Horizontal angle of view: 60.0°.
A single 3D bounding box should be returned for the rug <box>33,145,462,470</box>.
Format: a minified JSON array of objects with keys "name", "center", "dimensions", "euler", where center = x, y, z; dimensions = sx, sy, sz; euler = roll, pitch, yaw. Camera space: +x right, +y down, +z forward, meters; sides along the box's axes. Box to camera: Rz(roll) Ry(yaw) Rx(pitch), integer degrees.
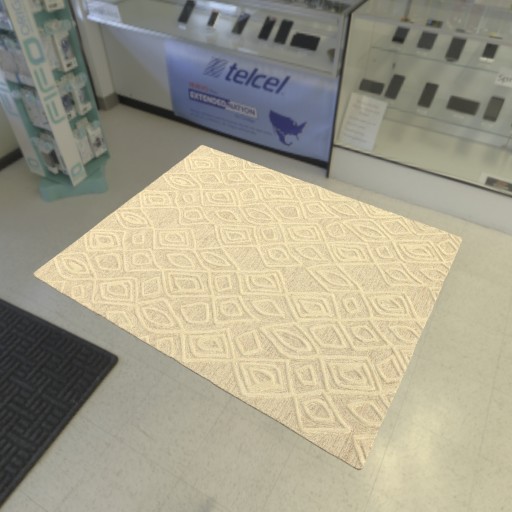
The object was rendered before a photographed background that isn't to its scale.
[{"name":"rug","center":[0.000,0.000,3.987],"dimensions":[3.049,0.025,2.449],"euler":[24,50,22]}]
